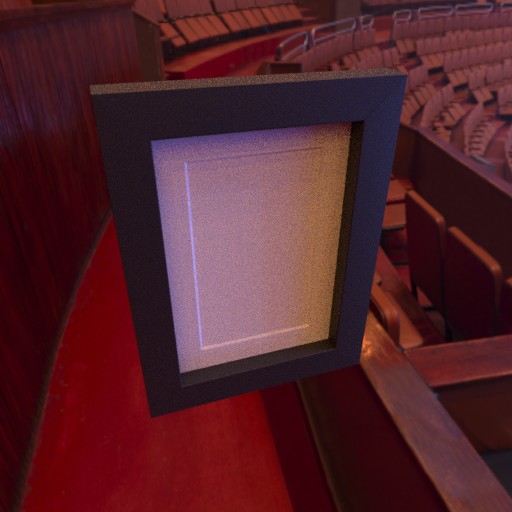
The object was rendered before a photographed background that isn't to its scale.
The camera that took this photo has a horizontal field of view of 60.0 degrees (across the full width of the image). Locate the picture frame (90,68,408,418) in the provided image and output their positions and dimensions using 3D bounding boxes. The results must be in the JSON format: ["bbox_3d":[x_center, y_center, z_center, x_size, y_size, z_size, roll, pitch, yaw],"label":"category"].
[{"bbox_3d":[0.000,0.000,0.274,0.157,0.208,0.028,-10,33,-16],"label":"picture frame"}]
